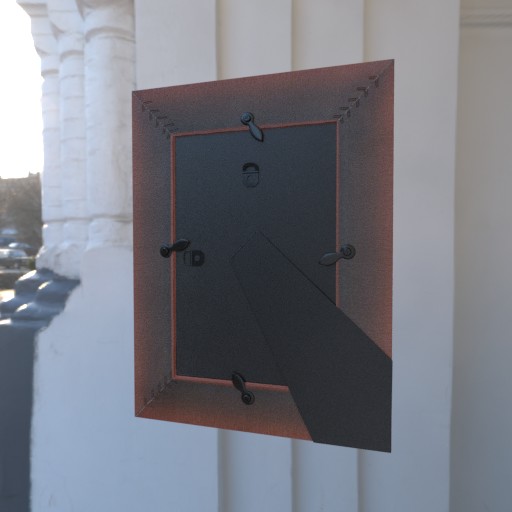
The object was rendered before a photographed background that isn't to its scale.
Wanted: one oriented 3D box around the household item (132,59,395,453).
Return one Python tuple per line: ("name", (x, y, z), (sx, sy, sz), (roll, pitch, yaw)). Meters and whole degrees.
("household item", (0.000, 0.000, 0.278), (0.165, 0.216, 0.025), (0, 2, 18))
